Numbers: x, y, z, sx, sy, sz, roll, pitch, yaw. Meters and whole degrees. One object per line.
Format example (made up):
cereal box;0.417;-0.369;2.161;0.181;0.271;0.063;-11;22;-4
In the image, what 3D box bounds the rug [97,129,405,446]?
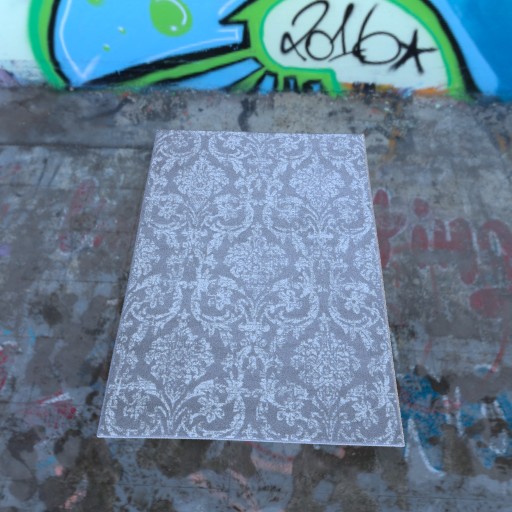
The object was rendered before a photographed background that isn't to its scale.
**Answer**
rug;0.000;0.000;2.827;1.578;0.014;2.206;1;60;1
